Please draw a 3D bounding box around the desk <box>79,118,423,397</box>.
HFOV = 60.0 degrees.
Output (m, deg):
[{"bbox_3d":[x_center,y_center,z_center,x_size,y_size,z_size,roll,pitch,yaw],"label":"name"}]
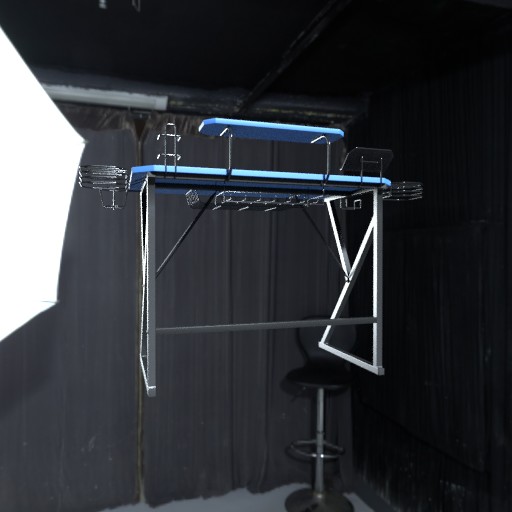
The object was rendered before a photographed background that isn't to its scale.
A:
[{"bbox_3d":[0.000,0.000,1.787,1.295,0.909,0.594,0,1,-17],"label":"desk"}]
